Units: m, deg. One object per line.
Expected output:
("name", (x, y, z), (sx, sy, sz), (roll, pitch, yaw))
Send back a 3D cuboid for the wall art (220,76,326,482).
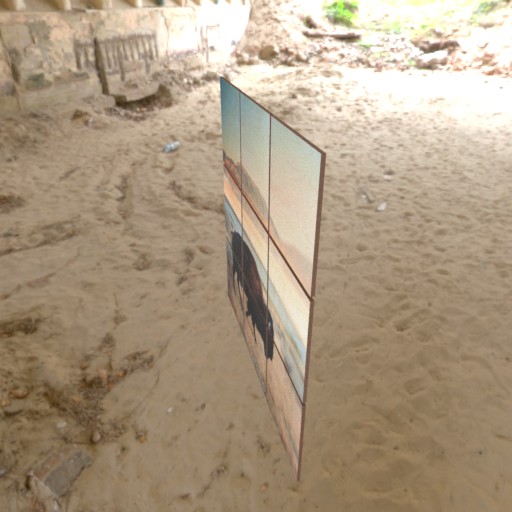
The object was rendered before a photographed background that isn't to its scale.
("wall art", (0.000, 0.000, 1.822), (0.019, 1.218, 1.221), (-8, 31, -13))
